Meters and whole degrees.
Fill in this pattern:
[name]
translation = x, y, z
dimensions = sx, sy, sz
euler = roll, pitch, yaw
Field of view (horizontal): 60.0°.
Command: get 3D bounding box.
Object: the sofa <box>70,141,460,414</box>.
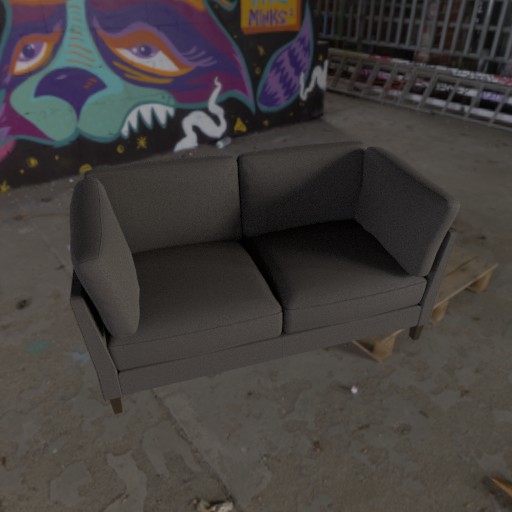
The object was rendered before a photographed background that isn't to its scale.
[sofa]
translation = 0.000, 0.000, 2.359
dimensions = 1.751, 0.920, 0.969
euler = -10, 33, -15
